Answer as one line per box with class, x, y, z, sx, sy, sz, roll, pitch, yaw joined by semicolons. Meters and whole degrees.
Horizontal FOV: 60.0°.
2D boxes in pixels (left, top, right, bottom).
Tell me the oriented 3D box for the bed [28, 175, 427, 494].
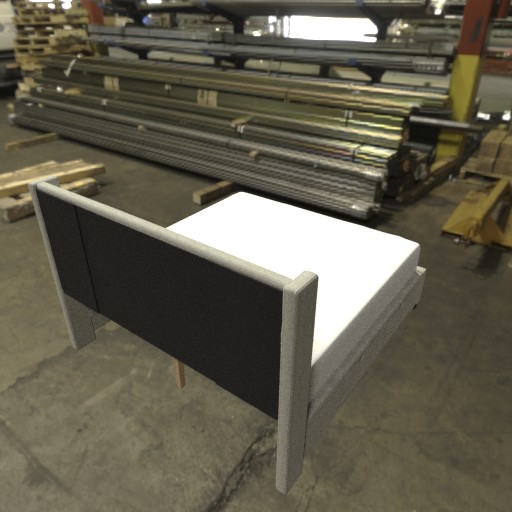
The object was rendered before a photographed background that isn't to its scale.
bed;0.000;0.000;3.572;2.140;1.470;2.280;21;36;31
